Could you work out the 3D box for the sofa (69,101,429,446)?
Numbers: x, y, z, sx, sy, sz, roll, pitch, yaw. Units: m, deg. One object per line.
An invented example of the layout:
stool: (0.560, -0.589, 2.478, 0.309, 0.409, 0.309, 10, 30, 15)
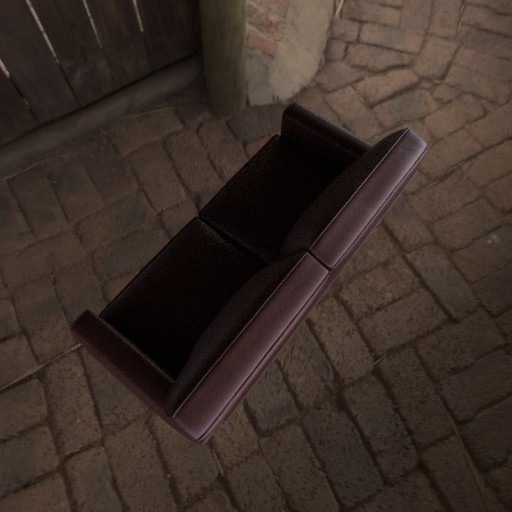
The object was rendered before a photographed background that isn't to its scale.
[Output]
sofa: (0.000, 0.000, 2.439, 0.912, 0.928, 1.876, 35, 69, 15)
